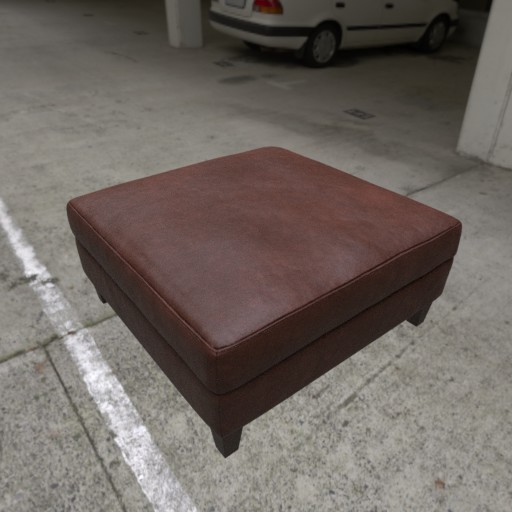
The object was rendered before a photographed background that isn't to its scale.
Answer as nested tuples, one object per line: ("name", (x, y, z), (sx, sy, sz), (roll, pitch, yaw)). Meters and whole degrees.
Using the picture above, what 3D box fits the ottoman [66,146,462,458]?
("ottoman", (0.000, 0.000, 1.337), (0.844, 0.415, 0.836), (-23, 39, -31))
